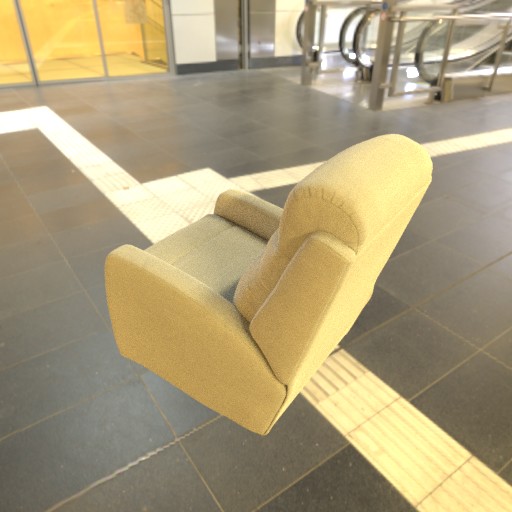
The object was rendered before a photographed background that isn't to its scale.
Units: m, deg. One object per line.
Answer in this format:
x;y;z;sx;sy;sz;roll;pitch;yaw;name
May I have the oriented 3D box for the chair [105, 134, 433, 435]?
0.000;0.000;1.713;1.043;1.013;0.798;21;37;29;chair
